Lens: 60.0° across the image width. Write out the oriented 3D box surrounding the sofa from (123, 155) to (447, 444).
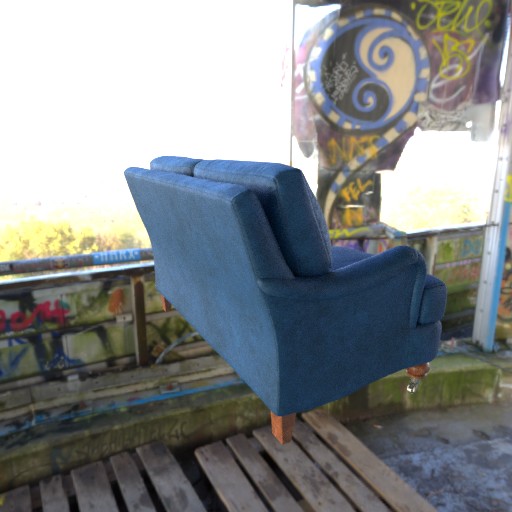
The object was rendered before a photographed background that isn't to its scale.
[{"bbox_3d":[0.000,0.000,2.534,1.084,1.101,1.853,-7,16,-27],"label":"sofa"}]
